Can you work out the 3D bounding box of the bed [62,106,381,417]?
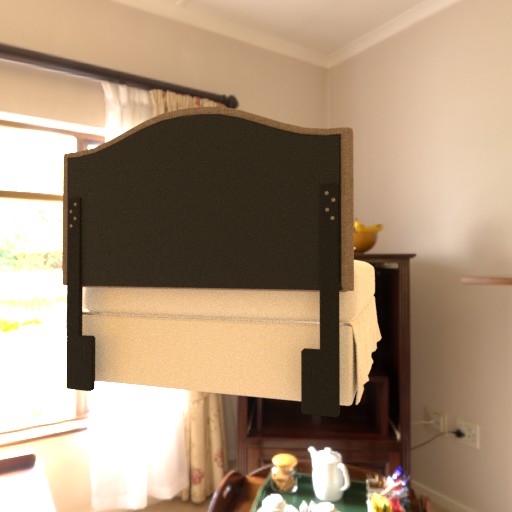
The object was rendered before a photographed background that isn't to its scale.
[{"bbox_3d":[0.000,0.000,3.285,1.713,1.518,2.153,0,-1,18],"label":"bed"}]
